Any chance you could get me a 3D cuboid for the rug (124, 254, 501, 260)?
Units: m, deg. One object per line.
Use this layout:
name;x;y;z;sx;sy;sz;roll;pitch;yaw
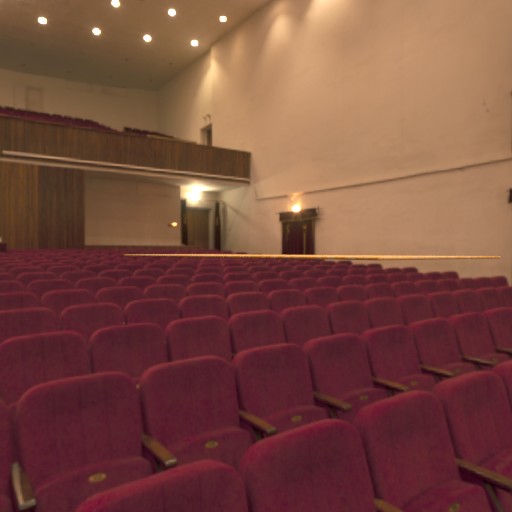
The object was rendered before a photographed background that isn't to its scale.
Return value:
rug;0.000;0.000;2.611;0.775;0.010;2.438;0;1;-35
